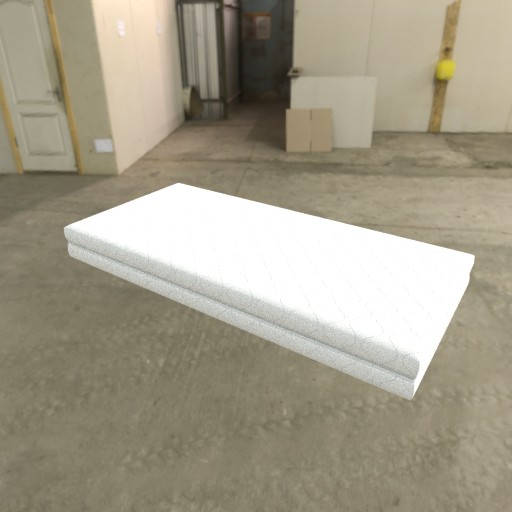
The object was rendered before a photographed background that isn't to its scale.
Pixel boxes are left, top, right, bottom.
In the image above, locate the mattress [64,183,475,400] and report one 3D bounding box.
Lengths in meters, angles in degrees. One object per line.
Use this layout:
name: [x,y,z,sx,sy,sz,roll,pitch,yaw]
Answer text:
mattress: [0.000,0.000,2.275,1.900,0.200,0.900,18,33,30]
